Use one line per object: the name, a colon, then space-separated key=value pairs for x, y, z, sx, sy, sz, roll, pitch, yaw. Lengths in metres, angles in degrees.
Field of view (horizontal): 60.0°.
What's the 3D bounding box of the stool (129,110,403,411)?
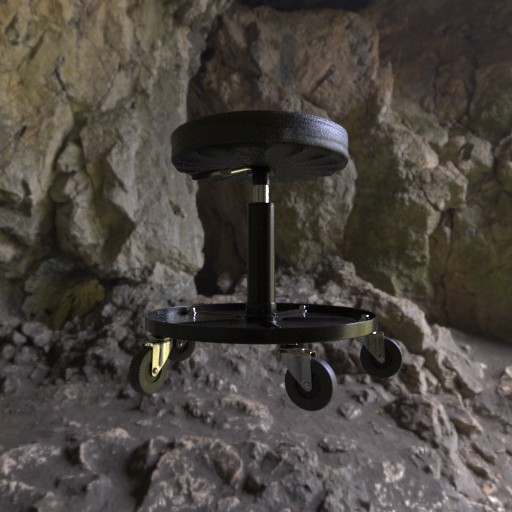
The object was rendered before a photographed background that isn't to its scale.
stool: x=0.000 y=0.000 z=0.681 sx=0.381 sy=0.365 sz=0.382 roll=-1 pitch=-1 yaw=36
